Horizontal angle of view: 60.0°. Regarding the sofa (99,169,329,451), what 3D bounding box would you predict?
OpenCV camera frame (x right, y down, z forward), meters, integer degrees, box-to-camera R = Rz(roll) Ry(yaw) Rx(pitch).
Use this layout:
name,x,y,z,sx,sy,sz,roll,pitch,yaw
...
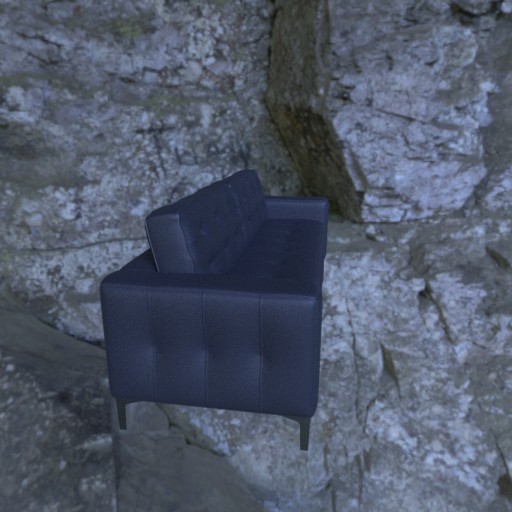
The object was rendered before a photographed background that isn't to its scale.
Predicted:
name,x,y,z,sx,sy,sz,roll,pitch,yaw
sofa,0.000,0.000,2.677,0.833,0.893,2.275,3,16,9
